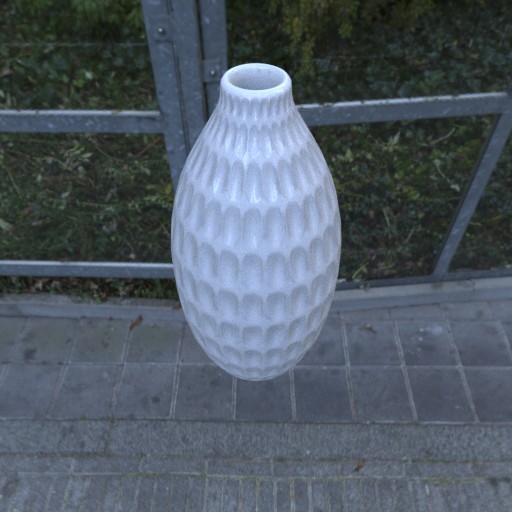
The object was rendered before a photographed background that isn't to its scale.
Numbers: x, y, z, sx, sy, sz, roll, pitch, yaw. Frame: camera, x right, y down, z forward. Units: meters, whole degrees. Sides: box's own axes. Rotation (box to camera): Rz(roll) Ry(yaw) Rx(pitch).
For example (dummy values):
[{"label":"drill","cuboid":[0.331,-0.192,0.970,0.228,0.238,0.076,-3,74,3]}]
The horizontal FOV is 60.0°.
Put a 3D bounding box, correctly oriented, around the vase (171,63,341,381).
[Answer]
[{"label":"vase","cuboid":[0.000,0.000,0.342,0.127,0.282,0.127,0,46,0]}]
